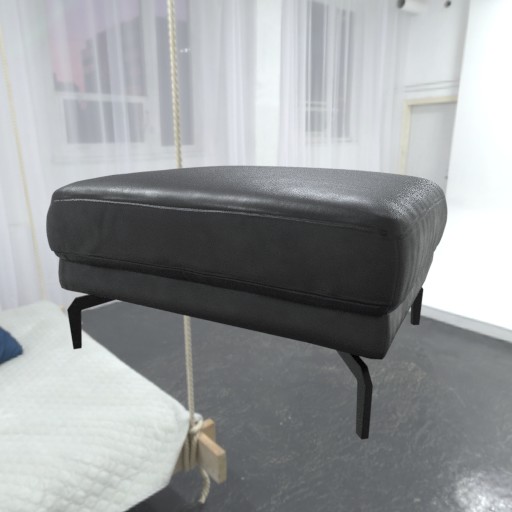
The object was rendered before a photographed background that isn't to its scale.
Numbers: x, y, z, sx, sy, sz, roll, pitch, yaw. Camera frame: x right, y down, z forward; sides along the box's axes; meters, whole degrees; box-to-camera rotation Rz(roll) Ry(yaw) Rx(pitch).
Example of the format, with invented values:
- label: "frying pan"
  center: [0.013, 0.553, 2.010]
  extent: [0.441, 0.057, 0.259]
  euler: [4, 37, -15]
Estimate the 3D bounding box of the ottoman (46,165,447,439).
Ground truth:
- label: "ottoman"
  center: [0.000, 0.000, 1.027]
  extent: [0.764, 0.402, 0.570]
  euler: [8, 17, 27]
